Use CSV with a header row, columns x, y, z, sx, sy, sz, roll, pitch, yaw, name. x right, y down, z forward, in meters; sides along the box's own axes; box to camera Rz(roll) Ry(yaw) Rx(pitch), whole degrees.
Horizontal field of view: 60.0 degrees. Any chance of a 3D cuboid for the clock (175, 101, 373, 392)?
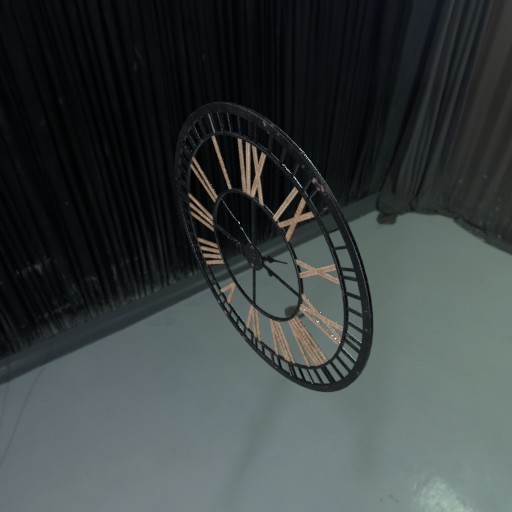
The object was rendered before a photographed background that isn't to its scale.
x,y,z,sx,sy,sz,roll,pitch,yaw,name
0.000,0.000,1.245,0.025,0.843,0.843,-27,48,-27,clock
